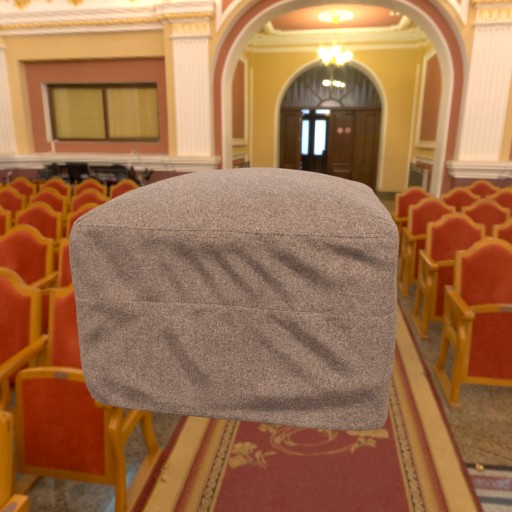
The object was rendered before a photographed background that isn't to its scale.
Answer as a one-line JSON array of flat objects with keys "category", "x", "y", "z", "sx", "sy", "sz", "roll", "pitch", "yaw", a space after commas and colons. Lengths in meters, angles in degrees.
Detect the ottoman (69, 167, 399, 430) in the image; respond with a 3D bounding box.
[{"category": "ottoman", "x": 0.000, "y": 0.000, "z": 1.244, "sx": 0.683, "sy": 0.481, "sz": 0.837, "roll": 2, "pitch": 15, "yaw": 9}]
